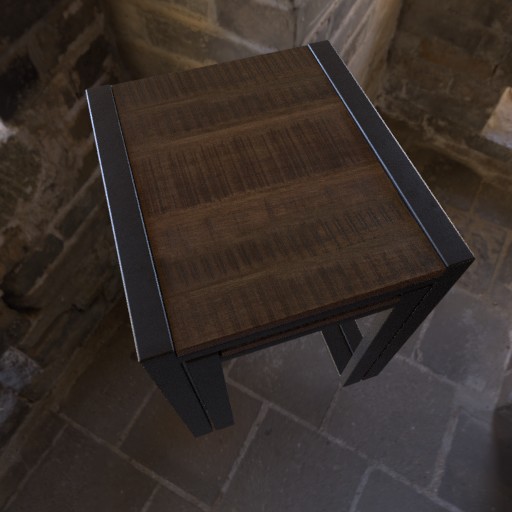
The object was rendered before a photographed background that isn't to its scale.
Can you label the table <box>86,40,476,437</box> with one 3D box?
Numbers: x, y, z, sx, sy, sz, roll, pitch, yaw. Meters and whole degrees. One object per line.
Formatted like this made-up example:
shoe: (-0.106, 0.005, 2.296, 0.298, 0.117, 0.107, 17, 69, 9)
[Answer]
table: (0.000, 0.000, 0.905, 0.449, 0.550, 0.500, -16, 61, -9)
